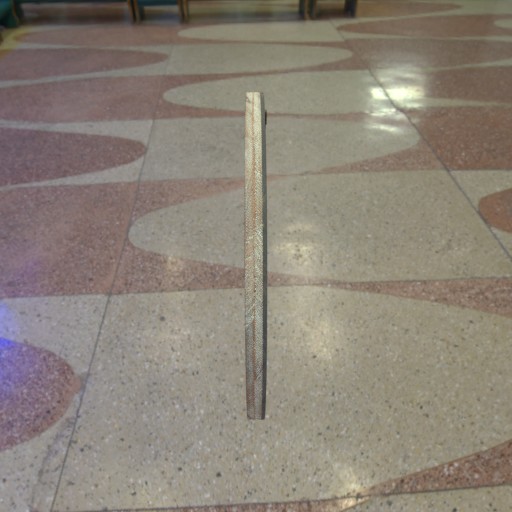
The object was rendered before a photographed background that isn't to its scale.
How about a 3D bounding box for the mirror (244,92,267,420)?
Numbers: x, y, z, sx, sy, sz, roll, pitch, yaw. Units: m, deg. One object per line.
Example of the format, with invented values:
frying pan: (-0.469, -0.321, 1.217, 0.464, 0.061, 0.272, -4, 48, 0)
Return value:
mirror: (0.000, 0.000, 1.026, 0.038, 0.710, 0.710, 0, 41, 0)
